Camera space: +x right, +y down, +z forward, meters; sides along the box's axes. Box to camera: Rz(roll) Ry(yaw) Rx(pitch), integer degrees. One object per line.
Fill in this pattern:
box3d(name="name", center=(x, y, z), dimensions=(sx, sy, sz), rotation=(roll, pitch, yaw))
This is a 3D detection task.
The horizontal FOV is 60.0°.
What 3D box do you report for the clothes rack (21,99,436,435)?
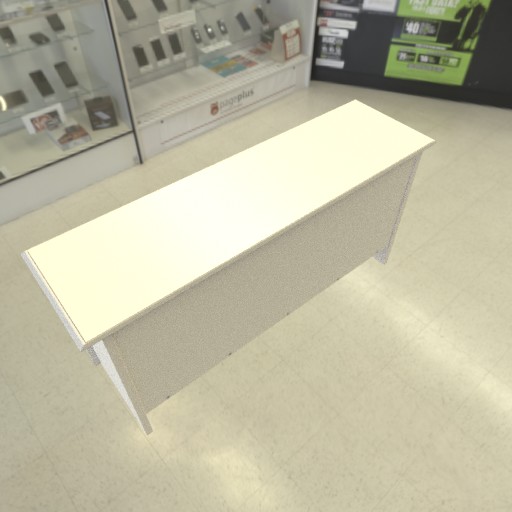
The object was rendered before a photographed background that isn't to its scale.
box3d(name="clothes rack", center=(0.000, 0.000, 1.351), dimensions=(1.120, 0.531, 0.324), rotation=(-31, 54, -25))
